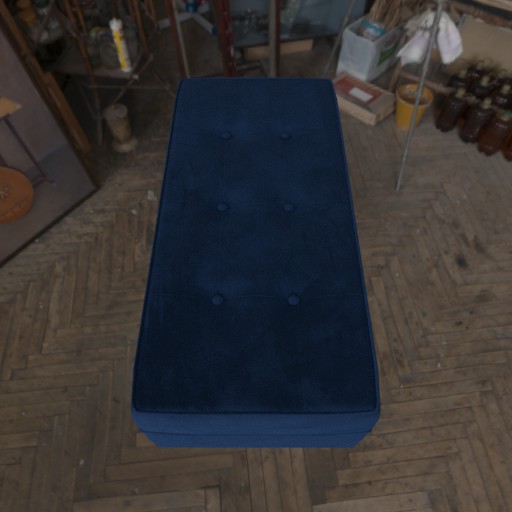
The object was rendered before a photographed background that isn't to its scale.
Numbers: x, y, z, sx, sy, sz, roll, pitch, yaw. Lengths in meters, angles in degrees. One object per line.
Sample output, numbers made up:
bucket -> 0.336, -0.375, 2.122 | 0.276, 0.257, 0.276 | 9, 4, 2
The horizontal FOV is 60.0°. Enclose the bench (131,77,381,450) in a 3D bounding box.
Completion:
bench -> 0.000, 0.000, 1.265 | 0.489, 0.467, 1.010 | 0, 57, 0
